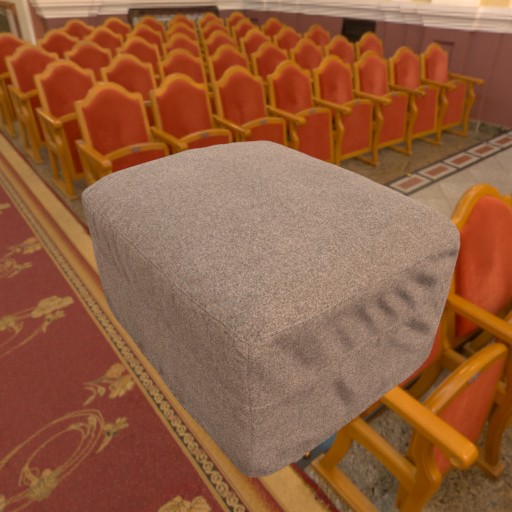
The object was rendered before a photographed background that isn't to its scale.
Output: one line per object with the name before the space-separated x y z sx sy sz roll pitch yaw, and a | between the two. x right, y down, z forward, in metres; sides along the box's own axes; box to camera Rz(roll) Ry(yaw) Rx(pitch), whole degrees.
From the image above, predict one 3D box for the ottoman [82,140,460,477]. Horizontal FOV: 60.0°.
ottoman | 0.000 0.000 1.217 0.683 0.481 0.837 -22 39 -31
